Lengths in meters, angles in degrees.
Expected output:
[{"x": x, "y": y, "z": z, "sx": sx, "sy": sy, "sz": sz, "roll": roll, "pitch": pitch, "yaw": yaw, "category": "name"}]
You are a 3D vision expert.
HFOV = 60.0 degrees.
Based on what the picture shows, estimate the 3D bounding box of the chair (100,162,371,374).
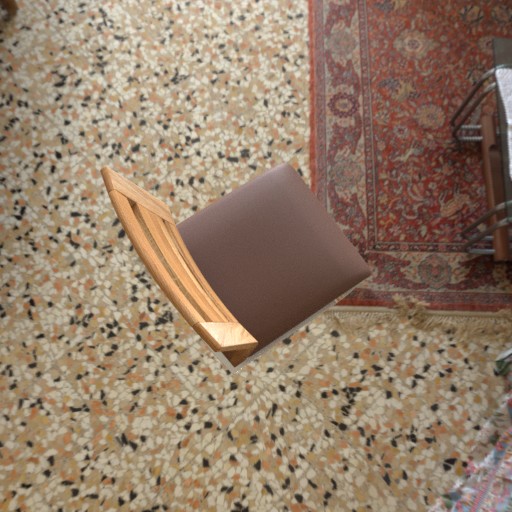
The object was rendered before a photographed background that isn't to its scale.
[{"x": 0.000, "y": 0.000, "z": 1.294, "sx": 0.570, "sy": 0.970, "sz": 0.460, "roll": -33, "pitch": 77, "yaw": -8, "category": "chair"}]
